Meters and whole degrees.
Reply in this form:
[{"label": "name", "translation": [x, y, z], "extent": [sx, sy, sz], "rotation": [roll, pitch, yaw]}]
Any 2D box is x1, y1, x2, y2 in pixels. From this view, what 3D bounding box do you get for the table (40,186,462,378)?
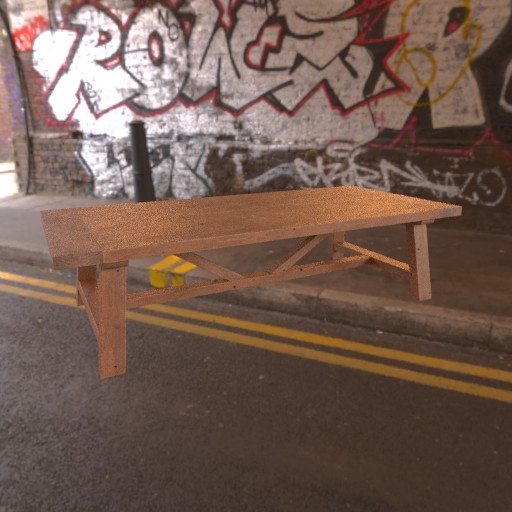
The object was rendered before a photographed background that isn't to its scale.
[{"label": "table", "translation": [0.000, 0.000, 2.143], "extent": [1.800, 0.465, 0.820], "rotation": [-9, 19, -26]}]
